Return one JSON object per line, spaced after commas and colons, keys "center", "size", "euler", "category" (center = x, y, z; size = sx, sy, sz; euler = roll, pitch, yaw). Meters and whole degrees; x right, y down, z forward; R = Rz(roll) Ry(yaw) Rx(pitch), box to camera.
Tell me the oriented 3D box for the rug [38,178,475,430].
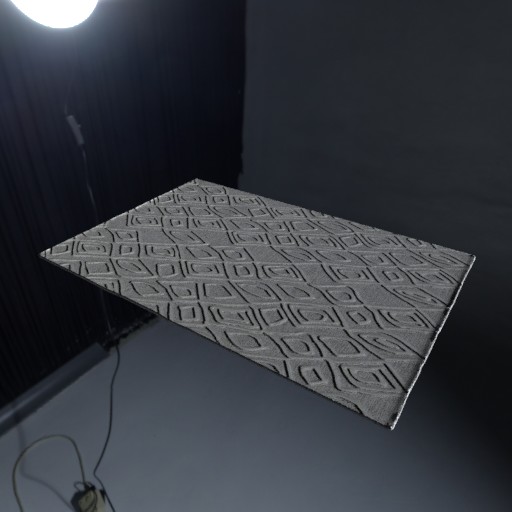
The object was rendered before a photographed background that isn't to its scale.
{"center": [0.000, 0.000, 2.219], "size": [1.832, 0.016, 1.224], "euler": [20, 37, 28], "category": "rug"}
